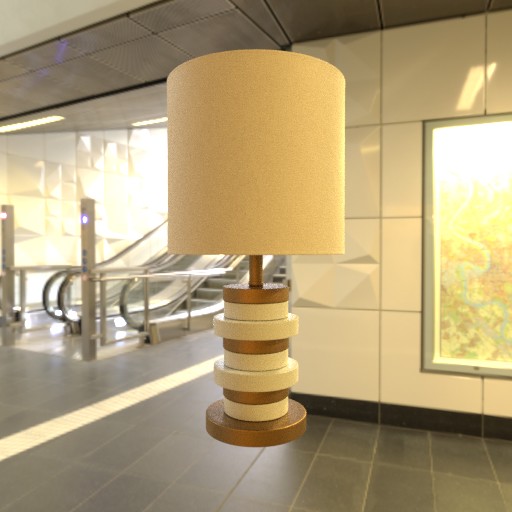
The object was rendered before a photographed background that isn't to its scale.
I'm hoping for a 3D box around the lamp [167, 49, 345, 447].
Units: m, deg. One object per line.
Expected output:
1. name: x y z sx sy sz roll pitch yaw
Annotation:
1. lamp: 0.000 0.000 0.534 0.210 0.410 0.210 0 1 0
